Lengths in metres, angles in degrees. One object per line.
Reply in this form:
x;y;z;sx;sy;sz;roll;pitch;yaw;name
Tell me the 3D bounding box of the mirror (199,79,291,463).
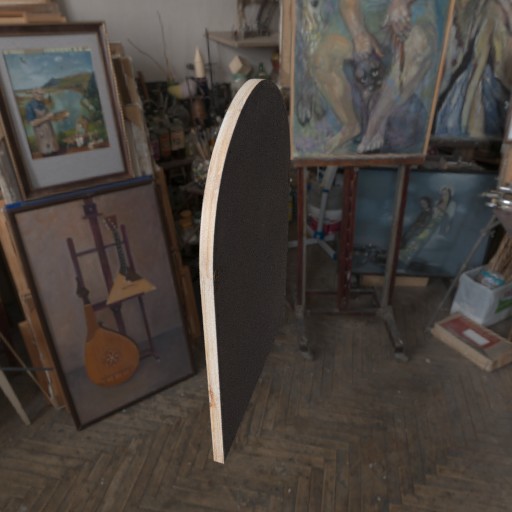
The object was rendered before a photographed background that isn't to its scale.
0.000;0.000;1.232;0.032;0.920;0.660;9;32;15;mirror
